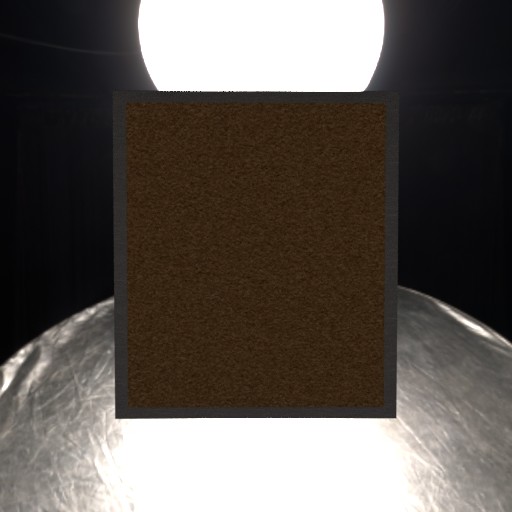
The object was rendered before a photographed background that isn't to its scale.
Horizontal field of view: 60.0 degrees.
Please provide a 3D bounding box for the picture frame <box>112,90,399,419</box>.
[{"bbox_3d":[0.000,0.000,0.523,0.327,0.378,0.027,0,1,0],"label":"picture frame"}]
